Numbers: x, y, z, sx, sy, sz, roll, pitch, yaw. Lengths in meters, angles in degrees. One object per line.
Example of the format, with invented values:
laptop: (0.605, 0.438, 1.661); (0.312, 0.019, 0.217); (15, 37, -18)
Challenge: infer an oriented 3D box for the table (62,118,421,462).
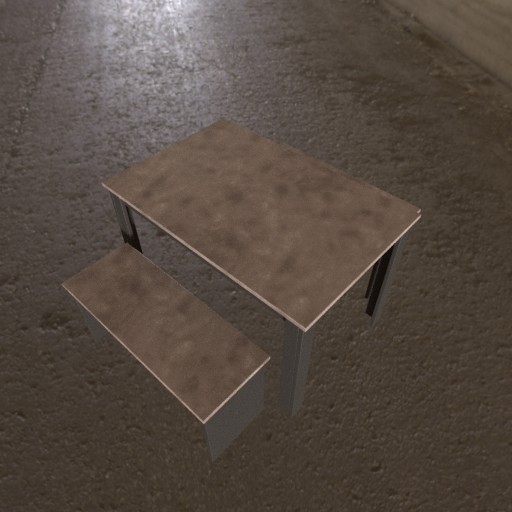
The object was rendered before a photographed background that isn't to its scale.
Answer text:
table: (0.000, 0.000, 2.064); (1.100, 0.700, 1.443); (34, 55, 28)
